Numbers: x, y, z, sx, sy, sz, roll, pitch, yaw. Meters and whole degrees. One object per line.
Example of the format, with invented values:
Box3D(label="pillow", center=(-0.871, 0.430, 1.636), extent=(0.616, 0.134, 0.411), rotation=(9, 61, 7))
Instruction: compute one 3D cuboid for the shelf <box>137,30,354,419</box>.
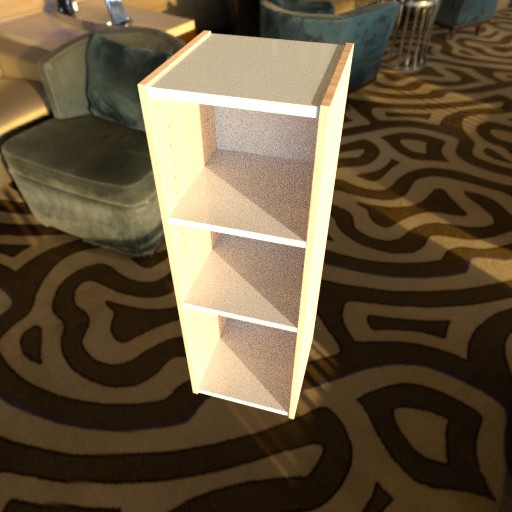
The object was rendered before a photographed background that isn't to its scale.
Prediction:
Box3D(label="shelf", center=(0.000, 0.000, 1.062), extent=(0.300, 0.900, 0.290), rotation=(11, 44, 12))
